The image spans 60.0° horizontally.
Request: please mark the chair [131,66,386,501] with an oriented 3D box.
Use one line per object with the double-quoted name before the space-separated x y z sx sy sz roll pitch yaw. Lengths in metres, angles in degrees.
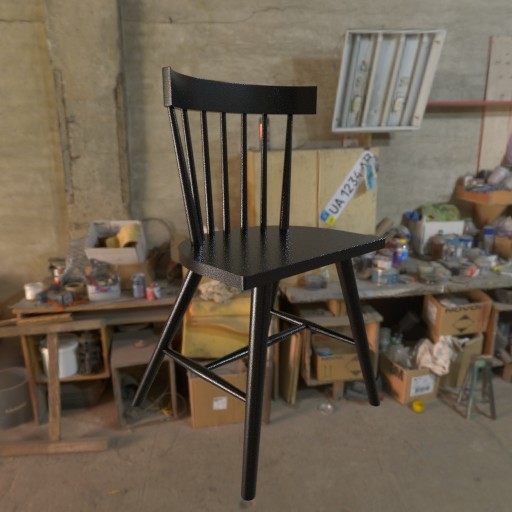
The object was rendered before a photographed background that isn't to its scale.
"chair" 0.000 0.000 1.119 0.506 0.844 0.483 -13 20 -42
